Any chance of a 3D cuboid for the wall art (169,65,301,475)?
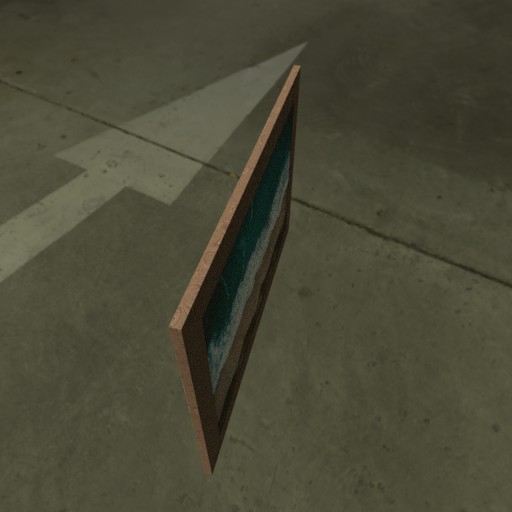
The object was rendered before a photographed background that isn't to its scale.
[{"bbox_3d":[0.000,0.000,1.169,0.019,0.626,0.917,11,47,10],"label":"wall art"}]
